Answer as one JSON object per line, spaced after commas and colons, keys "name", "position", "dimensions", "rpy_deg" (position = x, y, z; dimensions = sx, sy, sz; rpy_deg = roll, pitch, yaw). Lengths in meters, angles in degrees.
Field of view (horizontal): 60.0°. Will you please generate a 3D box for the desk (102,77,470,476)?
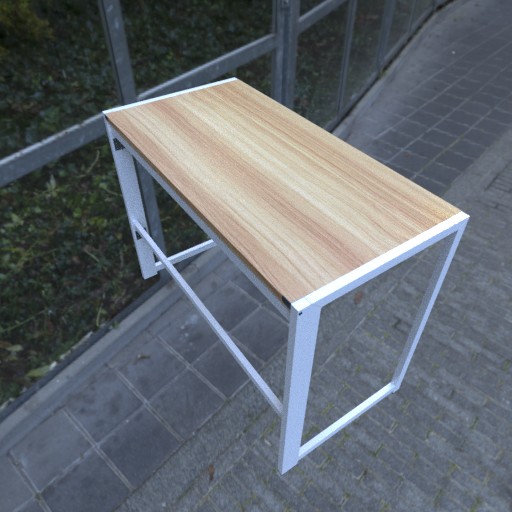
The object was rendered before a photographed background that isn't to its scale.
{"name": "desk", "position": [0.000, 0.000, 1.484], "dimensions": [0.508, 0.762, 1.016], "rpy_deg": [-25, 48, -25]}
